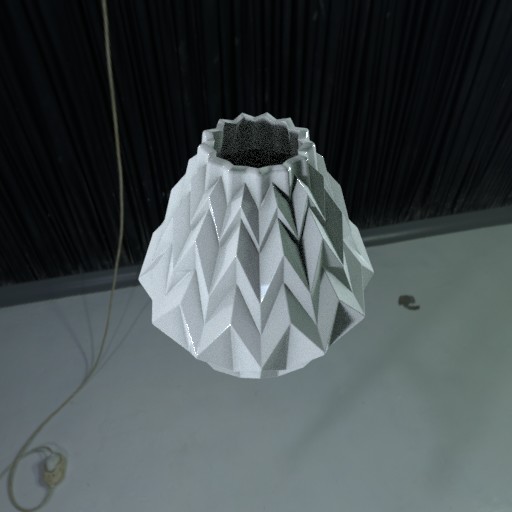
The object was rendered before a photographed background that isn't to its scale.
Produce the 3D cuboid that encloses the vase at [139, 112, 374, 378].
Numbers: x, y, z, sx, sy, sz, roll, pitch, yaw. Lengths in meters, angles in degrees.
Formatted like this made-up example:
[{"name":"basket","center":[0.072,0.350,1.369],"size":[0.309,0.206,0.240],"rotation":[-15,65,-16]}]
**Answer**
[{"name":"vase","center":[0.000,0.000,0.310],"size":[0.164,0.185,0.164],"rotation":[0,46,0]}]
